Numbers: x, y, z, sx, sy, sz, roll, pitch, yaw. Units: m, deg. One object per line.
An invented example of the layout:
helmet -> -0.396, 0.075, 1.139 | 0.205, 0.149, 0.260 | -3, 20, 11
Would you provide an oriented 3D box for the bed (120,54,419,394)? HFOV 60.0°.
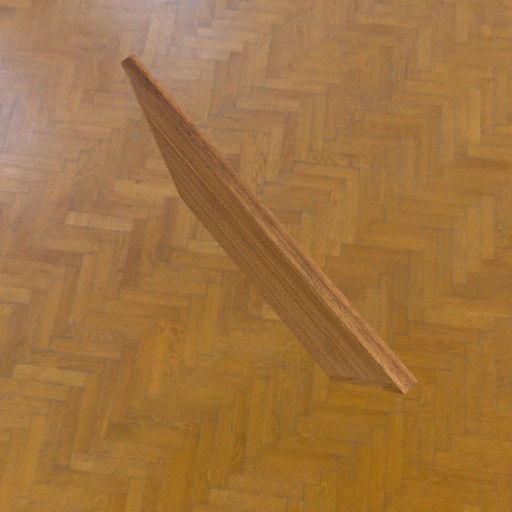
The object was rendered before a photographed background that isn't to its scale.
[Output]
bed -> 0.000, 0.000, 1.487 | 0.043, 0.940, 1.041 | -38, 79, -9
